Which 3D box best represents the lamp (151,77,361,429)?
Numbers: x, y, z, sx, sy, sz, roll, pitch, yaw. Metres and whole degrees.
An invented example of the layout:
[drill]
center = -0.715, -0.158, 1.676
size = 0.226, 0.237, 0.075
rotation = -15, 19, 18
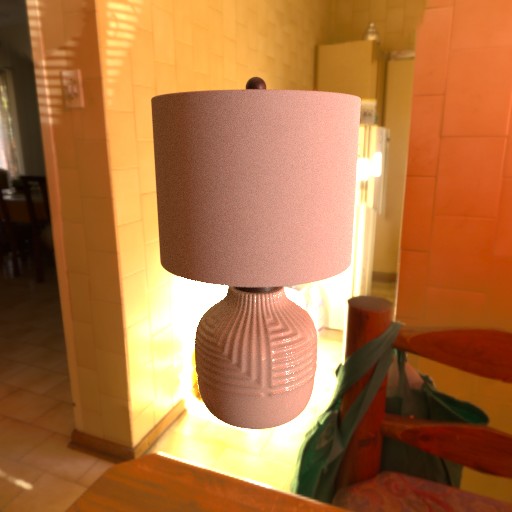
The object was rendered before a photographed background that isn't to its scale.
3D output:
[lamp]
center = 0.000, 0.000, 0.751
size = 0.318, 0.567, 0.318
rotation = 0, 15, 0
